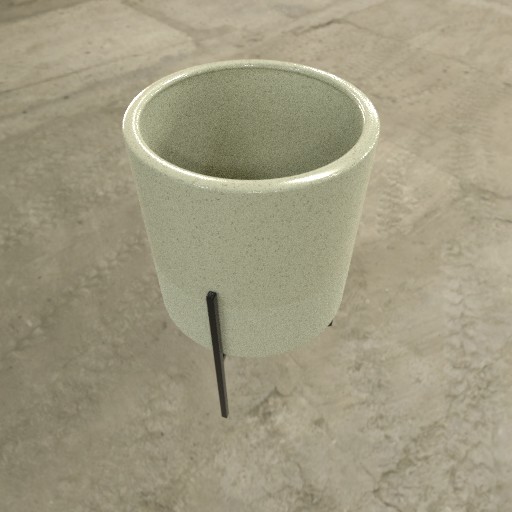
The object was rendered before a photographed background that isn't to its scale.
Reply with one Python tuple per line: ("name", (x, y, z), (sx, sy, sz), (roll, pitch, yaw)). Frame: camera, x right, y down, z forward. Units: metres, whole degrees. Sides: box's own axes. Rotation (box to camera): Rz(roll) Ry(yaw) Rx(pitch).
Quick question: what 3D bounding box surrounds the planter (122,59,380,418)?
("planter", (0.000, 0.000, 0.550), (0.243, 0.390, 0.234), (-9, 47, -9))
